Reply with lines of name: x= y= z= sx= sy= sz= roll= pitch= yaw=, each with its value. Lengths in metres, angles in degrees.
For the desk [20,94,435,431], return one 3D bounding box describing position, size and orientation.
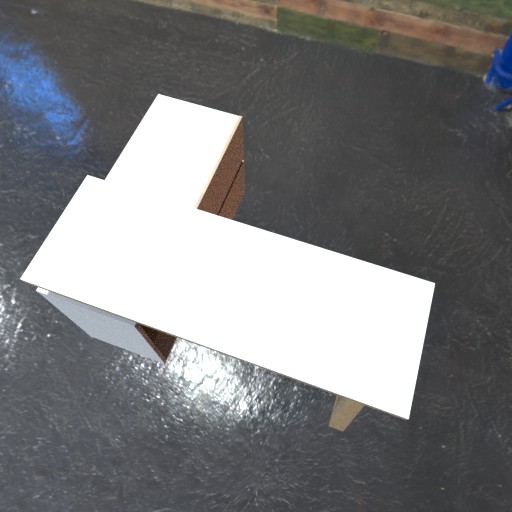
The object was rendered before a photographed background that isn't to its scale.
desk: x=0.000 y=0.000 z=2.051 sx=1.404 sy=0.755 sz=1.098 roll=18 pitch=65 yaw=9
